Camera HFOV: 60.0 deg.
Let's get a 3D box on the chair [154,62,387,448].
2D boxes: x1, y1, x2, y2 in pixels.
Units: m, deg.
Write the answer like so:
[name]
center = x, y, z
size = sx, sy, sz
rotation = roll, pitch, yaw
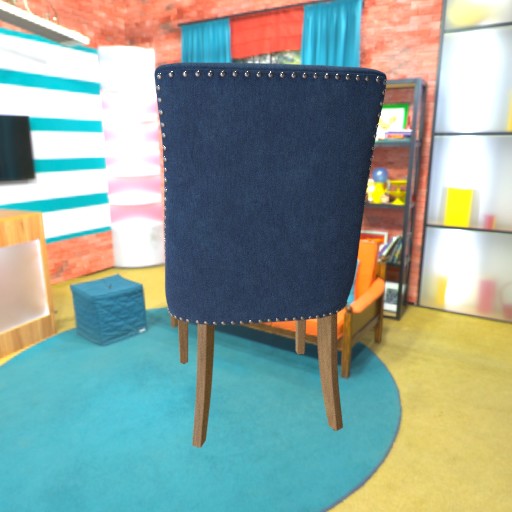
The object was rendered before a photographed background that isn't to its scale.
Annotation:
[chair]
center = 0.000, 0.000, 1.226
size = 0.495, 0.902, 0.610
rotation = -2, 14, -9
